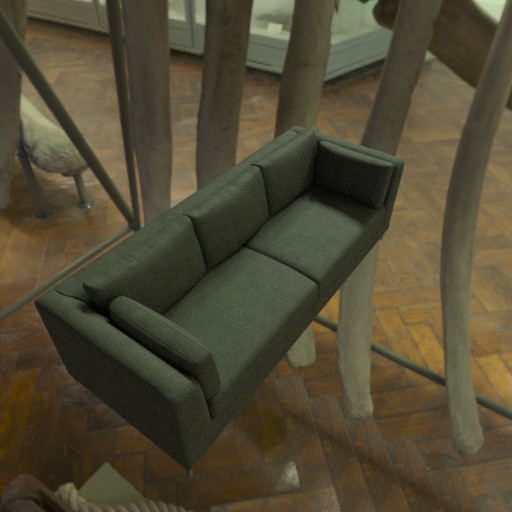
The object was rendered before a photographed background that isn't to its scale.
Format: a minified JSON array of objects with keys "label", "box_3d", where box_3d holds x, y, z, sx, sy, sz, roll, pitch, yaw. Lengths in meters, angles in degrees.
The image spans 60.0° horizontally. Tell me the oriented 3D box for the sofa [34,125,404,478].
[{"label":"sofa","box_3d":[0.000,0.000,2.907,0.969,0.867,2.415,26,48,26]}]
